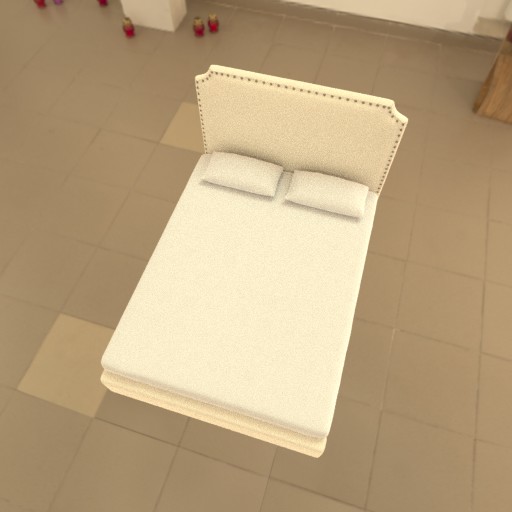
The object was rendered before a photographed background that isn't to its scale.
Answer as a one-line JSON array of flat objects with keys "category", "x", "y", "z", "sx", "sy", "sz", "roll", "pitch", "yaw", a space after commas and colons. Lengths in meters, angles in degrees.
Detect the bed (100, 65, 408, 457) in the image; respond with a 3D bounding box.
[{"category": "bed", "x": 0.000, "y": 0.000, "z": 3.440, "sx": 1.712, "sy": 1.497, "sz": 2.372, "roll": 15, "pitch": 61, "yaw": 9}]
